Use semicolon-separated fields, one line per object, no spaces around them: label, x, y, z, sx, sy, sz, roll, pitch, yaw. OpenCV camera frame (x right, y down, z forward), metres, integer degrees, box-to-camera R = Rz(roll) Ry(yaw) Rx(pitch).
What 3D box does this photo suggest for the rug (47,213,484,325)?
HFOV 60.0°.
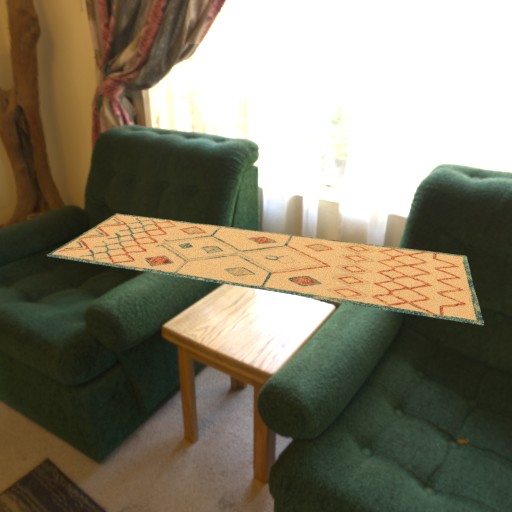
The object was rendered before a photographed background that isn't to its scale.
rug;0.000;0.000;2.687;2.435;0.011;0.750;8;27;16
